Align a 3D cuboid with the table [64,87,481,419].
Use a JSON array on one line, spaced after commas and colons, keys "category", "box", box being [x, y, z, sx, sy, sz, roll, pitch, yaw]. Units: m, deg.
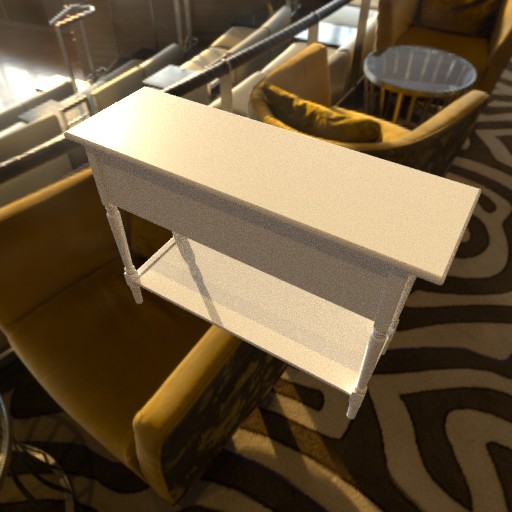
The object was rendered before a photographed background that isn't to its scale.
[{"category": "table", "box": [0.000, 0.000, 1.581, 1.191, 0.814, 0.386, 24, 50, 21]}]
